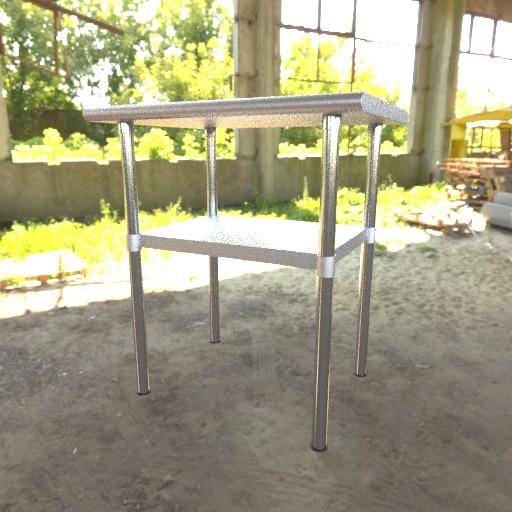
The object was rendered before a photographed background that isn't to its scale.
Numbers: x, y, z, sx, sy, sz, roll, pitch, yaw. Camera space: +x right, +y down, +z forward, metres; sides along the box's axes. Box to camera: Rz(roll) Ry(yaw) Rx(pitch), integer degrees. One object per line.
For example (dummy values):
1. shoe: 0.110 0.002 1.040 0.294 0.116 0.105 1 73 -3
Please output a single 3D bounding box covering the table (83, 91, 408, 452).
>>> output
1. table: 0.000 0.000 1.389 0.762 0.876 0.584 7 15 26
